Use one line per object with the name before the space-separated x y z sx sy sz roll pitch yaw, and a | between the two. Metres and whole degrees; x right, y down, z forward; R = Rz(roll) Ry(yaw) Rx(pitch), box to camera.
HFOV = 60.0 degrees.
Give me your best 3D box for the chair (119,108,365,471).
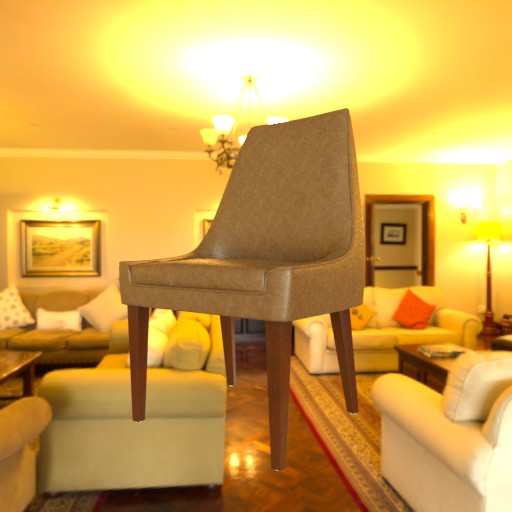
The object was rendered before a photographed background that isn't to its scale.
chair | 0.000 0.000 1.211 0.529 0.861 0.544 1 1 36
